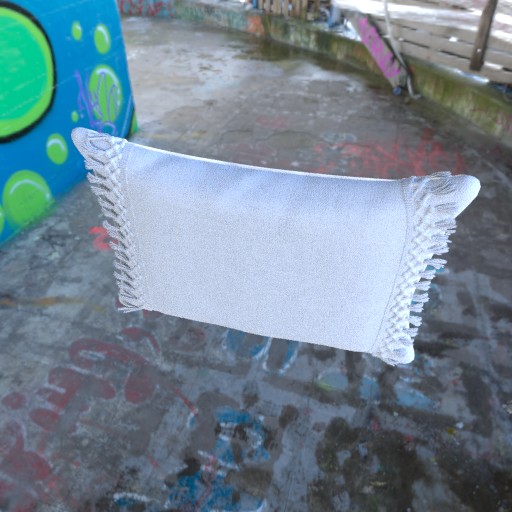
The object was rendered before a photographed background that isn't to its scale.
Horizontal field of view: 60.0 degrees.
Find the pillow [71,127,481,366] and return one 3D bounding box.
[{"bbox_3d":[0.000,0.000,0.582,0.466,0.305,0.084,10,41,12],"label":"pillow"}]
